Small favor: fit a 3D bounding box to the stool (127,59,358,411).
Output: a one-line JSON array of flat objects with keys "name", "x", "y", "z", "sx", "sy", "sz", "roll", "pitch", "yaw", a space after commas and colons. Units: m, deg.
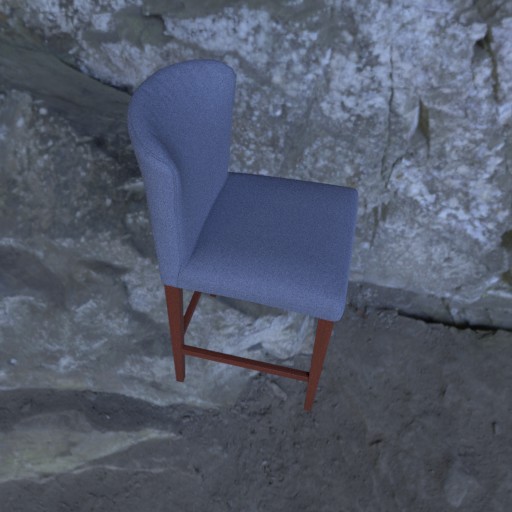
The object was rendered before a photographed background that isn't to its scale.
[{"name": "stool", "x": 0.000, "y": 0.000, "z": 1.387, "sx": 0.568, "sy": 1.069, "sz": 0.481, "roll": 10, "pitch": 48, "yaw": 9}]
